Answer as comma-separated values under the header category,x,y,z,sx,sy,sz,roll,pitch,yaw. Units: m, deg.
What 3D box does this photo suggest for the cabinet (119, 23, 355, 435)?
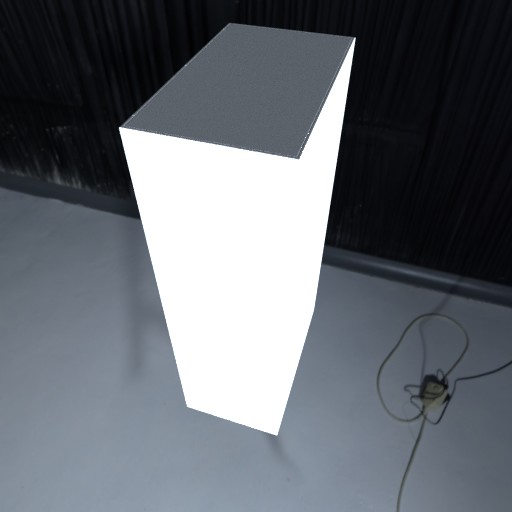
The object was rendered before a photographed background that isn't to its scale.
category,x,y,z,sx,sy,sz,roll,pitch,yaw
cabinet,0.000,0.000,2.331,0.580,1.920,0.980,13,47,12
